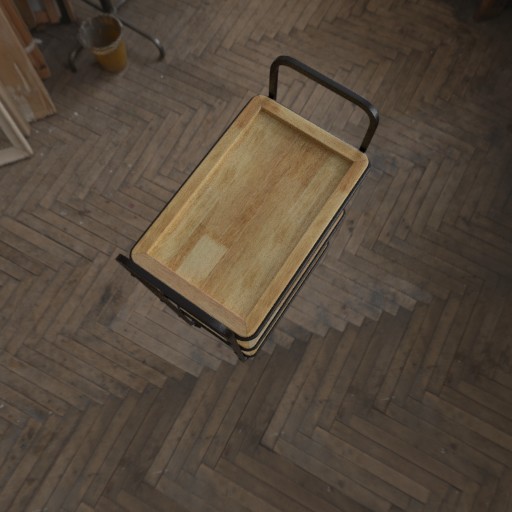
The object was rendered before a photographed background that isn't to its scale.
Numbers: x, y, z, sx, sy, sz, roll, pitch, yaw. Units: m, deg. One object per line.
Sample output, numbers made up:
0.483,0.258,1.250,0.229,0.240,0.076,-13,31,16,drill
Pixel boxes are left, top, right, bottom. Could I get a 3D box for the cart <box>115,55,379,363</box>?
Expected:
0.000,0.000,1.330,0.321,1.080,0.545,33,77,9,cart
